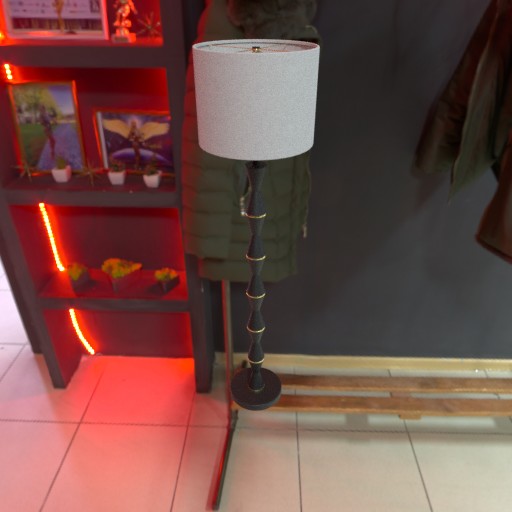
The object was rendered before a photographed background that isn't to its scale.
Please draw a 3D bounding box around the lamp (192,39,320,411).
[{"bbox_3d":[0.000,0.000,1.715,0.381,1.480,0.381,19,36,29],"label":"lamp"}]
